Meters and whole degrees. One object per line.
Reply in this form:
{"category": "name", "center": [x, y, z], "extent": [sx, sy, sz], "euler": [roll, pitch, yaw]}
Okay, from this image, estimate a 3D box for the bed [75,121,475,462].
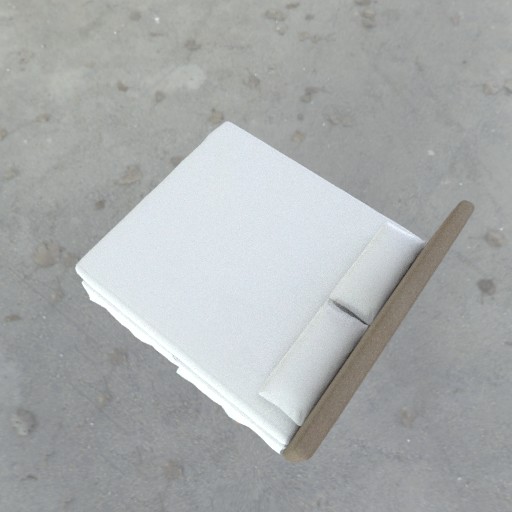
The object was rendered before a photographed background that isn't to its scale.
{"category": "bed", "center": [0.000, 0.000, 3.591], "extent": [2.341, 1.317, 2.119], "euler": [35, 69, 15]}
